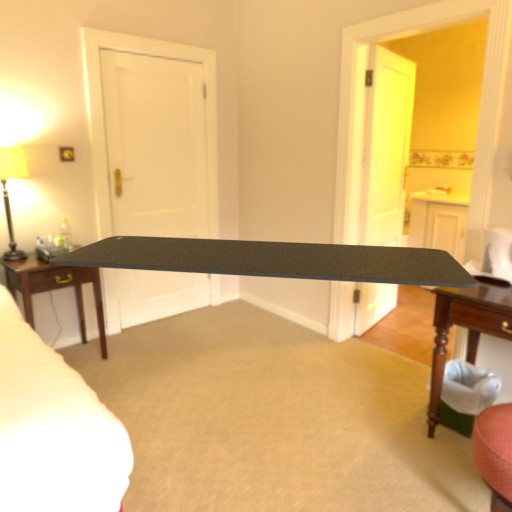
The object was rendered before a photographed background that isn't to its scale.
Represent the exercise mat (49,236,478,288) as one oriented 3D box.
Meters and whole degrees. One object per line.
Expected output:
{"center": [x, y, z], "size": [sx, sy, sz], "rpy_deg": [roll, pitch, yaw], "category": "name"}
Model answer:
{"center": [0.000, 0.000, 2.152], "size": [1.869, 0.021, 0.616], "rpy_deg": [3, 14, 11], "category": "exercise mat"}
